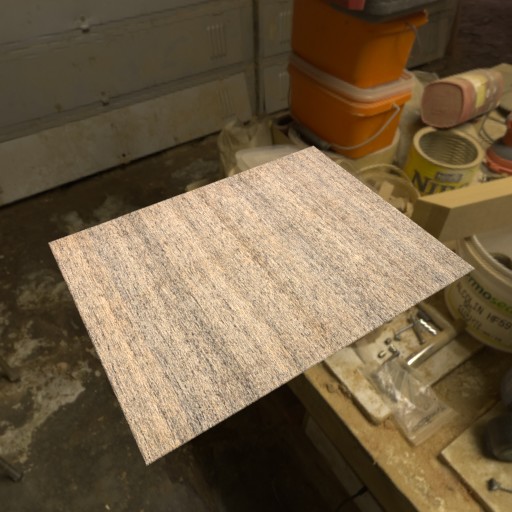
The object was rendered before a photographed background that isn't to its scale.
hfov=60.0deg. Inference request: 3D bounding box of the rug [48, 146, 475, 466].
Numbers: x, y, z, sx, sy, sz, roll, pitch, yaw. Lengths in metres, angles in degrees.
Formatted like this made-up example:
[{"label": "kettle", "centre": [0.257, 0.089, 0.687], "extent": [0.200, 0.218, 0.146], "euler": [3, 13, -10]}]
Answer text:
[{"label": "rug", "centre": [0.000, 0.000, 4.149], "extent": [3.199, 0.036, 2.414], "euler": [-25, 51, -22]}]
